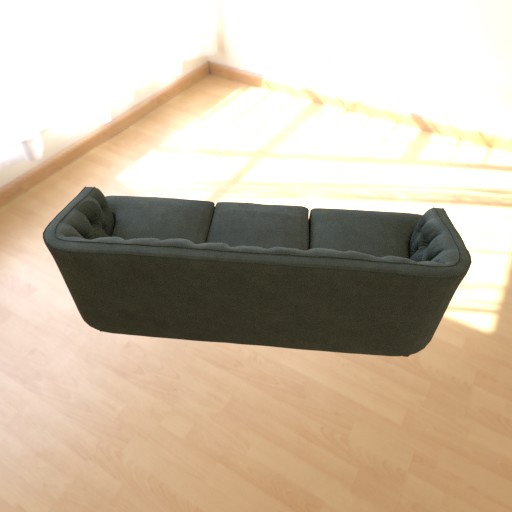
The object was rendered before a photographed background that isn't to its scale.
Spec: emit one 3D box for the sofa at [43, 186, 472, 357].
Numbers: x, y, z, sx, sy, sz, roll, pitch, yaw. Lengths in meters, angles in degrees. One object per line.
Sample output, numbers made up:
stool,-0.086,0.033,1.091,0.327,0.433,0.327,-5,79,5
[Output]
sofa,0.000,0.000,2.777,2.278,0.855,0.941,4,46,4
